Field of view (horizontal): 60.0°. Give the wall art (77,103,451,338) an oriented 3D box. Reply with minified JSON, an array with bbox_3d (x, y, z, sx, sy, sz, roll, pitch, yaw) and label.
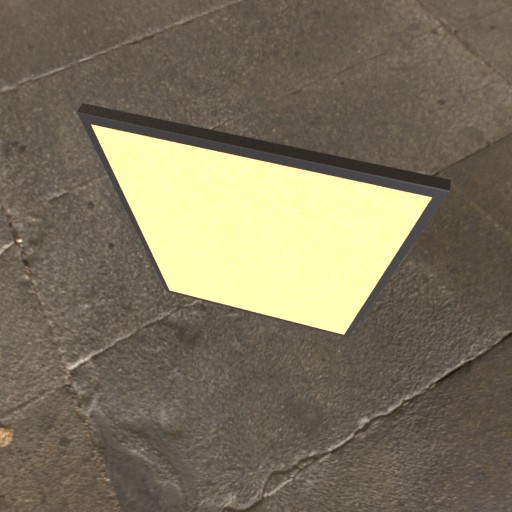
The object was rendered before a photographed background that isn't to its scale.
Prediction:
[{"bbox_3d":[0.000,0.000,1.358,0.774,1.027,0.030,13,65,6],"label":"wall art"}]
